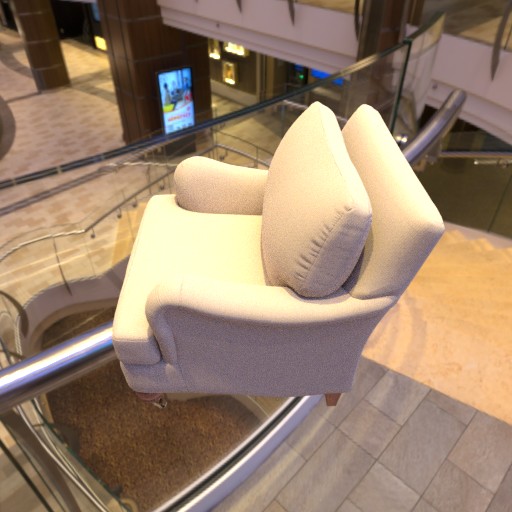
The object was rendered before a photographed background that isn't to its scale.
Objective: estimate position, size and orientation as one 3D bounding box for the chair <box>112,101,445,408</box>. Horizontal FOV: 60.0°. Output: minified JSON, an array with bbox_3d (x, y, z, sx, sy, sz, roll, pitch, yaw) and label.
[{"bbox_3d":[0.000,0.000,1.871,1.070,1.038,0.955,-1,40,-1],"label":"chair"}]
